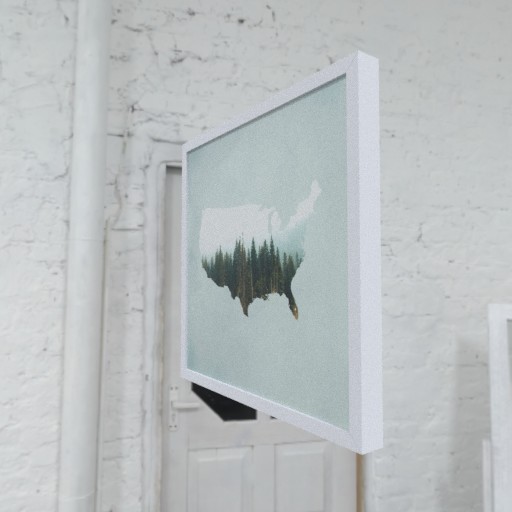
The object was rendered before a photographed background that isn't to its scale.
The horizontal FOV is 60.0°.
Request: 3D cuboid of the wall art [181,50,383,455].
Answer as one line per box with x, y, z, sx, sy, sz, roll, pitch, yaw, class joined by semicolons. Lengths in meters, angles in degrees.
0.000;0.000;0.776;0.040;0.509;0.509;2;-3;-35;wall art
